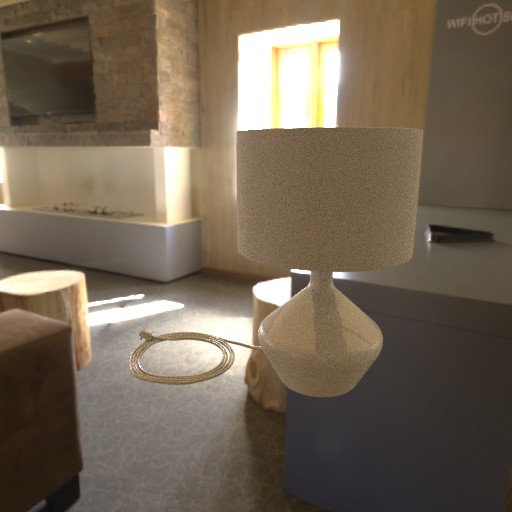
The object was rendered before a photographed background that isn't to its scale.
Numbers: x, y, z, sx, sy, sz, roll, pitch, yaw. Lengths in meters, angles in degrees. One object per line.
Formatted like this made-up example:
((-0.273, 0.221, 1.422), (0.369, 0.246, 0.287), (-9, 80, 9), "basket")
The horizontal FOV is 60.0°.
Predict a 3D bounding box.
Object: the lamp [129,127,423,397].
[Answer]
((0.000, 0.000, 0.849), (0.546, 0.457, 0.401), (13, 19, 43), "lamp")
